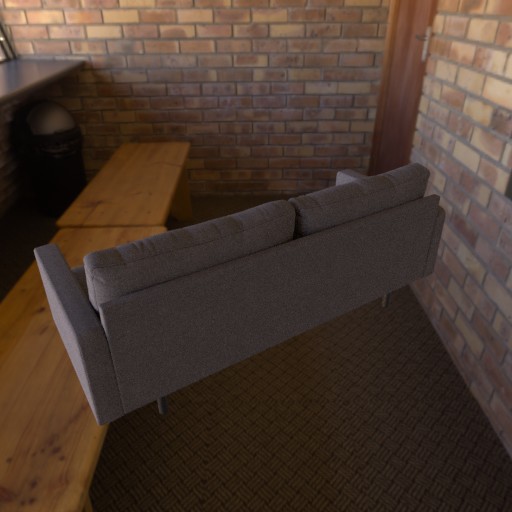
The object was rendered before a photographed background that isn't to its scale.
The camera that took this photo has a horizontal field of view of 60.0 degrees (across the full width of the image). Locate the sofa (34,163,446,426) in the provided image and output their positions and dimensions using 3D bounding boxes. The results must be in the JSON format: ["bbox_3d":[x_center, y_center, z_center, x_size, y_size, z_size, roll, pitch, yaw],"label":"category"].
[{"bbox_3d":[0.000,0.000,2.481,2.100,0.880,0.880,-18,35,-28],"label":"sofa"}]
